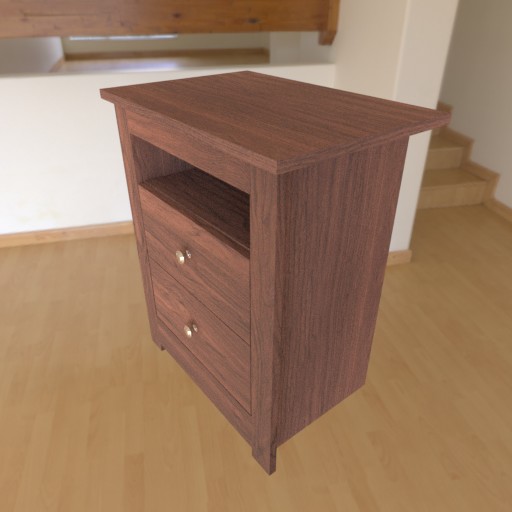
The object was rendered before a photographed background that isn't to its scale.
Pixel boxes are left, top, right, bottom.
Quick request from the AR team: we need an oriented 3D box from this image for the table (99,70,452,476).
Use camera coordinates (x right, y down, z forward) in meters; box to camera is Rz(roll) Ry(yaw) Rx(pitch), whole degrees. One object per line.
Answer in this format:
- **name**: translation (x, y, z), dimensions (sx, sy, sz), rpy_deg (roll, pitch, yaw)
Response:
- **table**: translation (0.000, 0.000, 1.048), dimensions (0.406, 0.711, 0.589), rpy_deg (-22, 38, -32)
